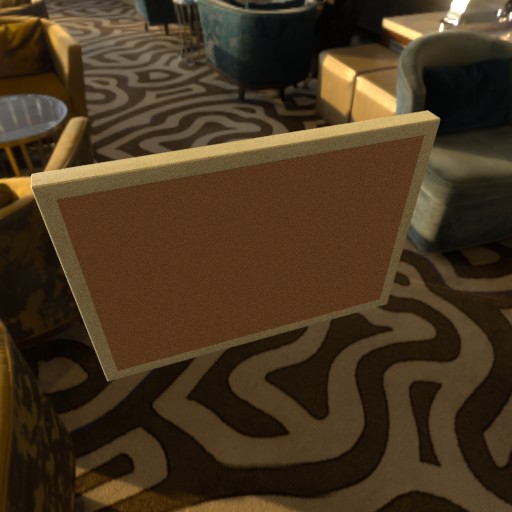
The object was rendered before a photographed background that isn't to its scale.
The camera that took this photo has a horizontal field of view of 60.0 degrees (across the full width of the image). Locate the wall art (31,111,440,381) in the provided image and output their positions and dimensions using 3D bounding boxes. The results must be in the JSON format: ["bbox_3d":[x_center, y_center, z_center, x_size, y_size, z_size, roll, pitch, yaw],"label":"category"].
[{"bbox_3d":[0.000,0.000,0.688,0.533,0.381,0.032,-13,43,-14],"label":"wall art"}]
